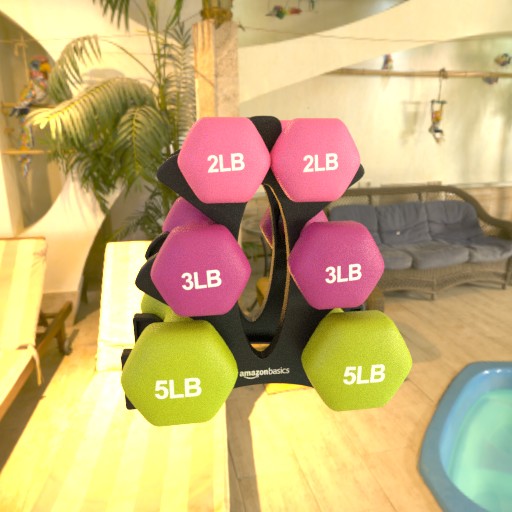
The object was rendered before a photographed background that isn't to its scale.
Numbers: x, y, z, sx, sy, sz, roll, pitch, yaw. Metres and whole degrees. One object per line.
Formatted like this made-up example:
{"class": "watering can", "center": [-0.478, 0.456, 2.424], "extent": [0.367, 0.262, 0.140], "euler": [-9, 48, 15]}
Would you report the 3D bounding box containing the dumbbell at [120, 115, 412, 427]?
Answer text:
{"class": "dumbbell", "center": [0.000, 0.000, 0.435], "extent": [0.257, 0.261, 0.203], "euler": [-2, 17, -7]}
